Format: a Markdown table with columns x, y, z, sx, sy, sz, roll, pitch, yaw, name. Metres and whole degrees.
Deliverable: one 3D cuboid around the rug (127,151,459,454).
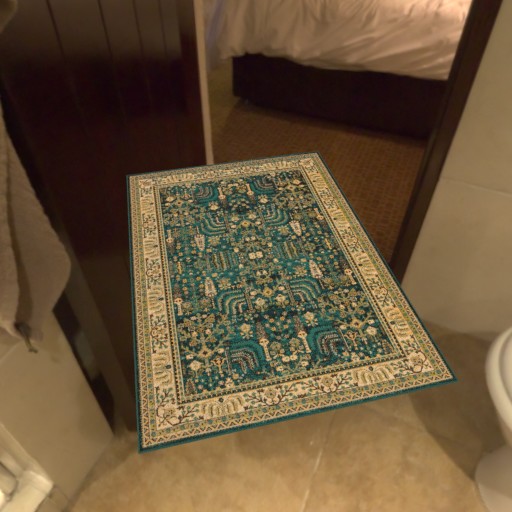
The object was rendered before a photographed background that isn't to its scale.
| x | y | z | sx | sy | sz | roll | pitch | yaw | name |
| --- | --- | --- | --- | --- | --- | --- | --- | --- | --- |
| 0.000 | 0.000 | 2.877 | 1.594 | 0.013 | 2.213 | -9 | 46 | -9 | rug |
